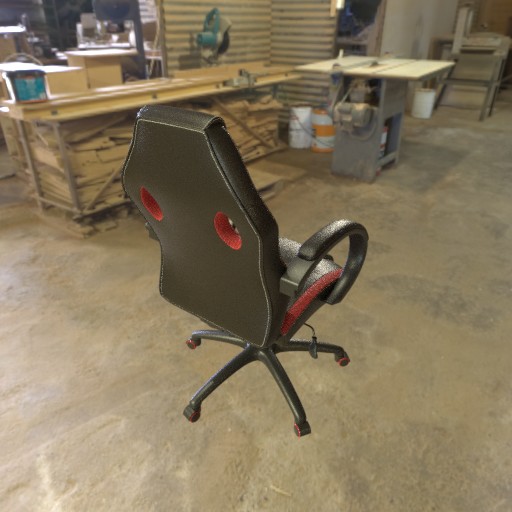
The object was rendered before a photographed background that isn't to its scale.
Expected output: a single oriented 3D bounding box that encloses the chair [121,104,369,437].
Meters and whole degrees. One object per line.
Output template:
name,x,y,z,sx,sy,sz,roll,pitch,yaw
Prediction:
chair,0.000,0.000,1.691,0.750,1.189,0.783,21,35,33
